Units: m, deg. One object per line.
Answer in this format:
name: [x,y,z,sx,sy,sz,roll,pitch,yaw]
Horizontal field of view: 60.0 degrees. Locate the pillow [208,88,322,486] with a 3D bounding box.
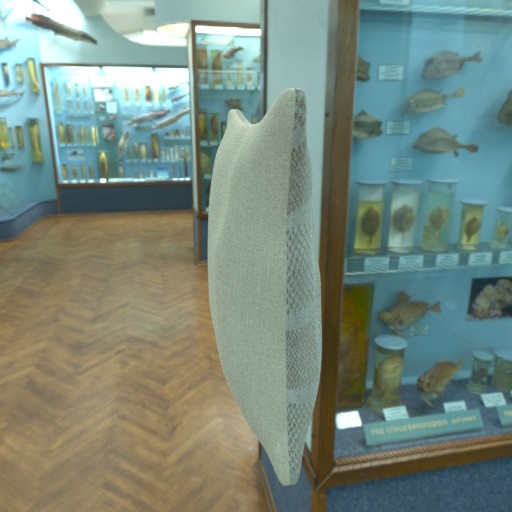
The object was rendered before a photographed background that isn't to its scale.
pillow: [0.000,0.000,0.657,0.138,0.432,0.436,-3,16,-10]
